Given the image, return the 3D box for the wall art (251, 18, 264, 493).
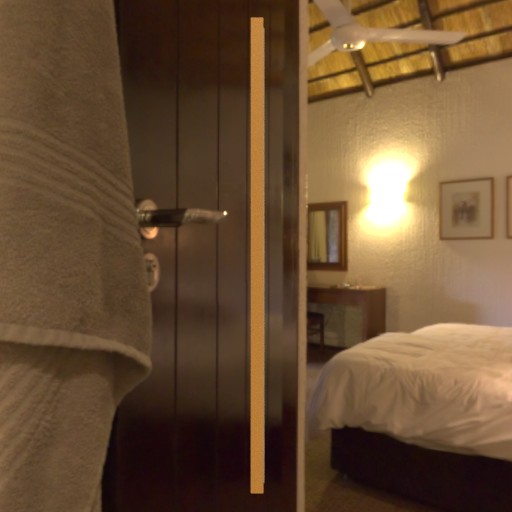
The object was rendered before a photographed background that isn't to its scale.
[{"bbox_3d":[0.000,0.000,0.652,0.013,0.455,0.457,0,0,0],"label":"wall art"}]
